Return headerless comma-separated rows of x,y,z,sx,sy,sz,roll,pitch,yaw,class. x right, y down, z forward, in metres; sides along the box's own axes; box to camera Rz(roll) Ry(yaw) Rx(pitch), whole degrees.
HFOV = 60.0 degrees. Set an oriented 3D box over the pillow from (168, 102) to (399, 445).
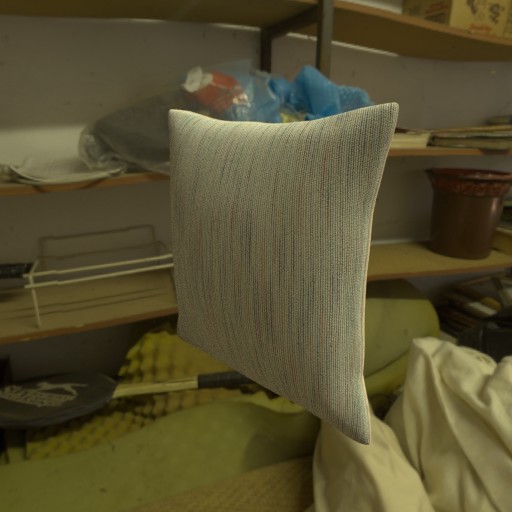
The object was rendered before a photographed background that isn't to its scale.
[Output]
0.000,0.000,0.792,0.178,0.506,0.512,-16,23,-42,pillow
